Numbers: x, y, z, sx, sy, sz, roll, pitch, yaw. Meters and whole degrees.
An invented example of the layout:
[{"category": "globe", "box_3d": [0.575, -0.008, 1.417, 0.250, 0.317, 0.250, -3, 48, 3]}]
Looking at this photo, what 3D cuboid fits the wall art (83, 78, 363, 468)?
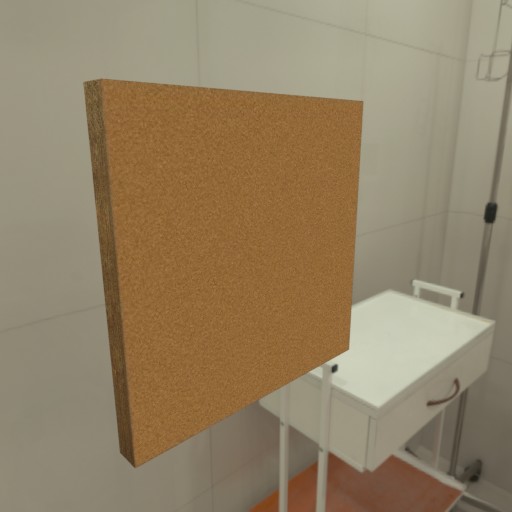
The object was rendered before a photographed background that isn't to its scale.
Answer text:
[{"category": "wall art", "box_3d": [0.000, 0.000, 0.584, 0.406, 0.403, 0.039, -14, 21, -42]}]
